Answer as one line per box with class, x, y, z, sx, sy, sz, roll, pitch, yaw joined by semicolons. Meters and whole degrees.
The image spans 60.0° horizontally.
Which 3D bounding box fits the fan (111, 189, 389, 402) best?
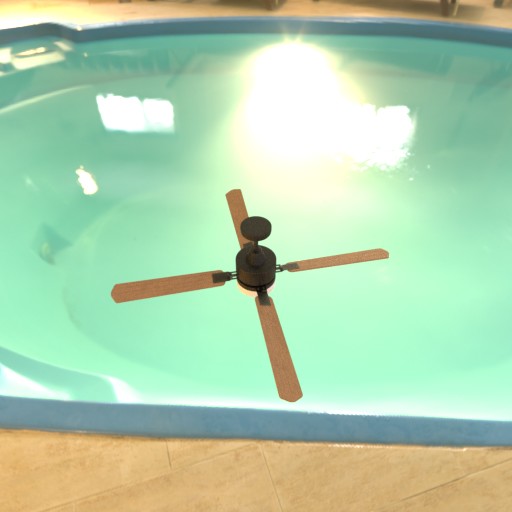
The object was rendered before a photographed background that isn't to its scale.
fan;0.000;0.000;1.994;1.320;0.355;1.320;-8;45;-8
